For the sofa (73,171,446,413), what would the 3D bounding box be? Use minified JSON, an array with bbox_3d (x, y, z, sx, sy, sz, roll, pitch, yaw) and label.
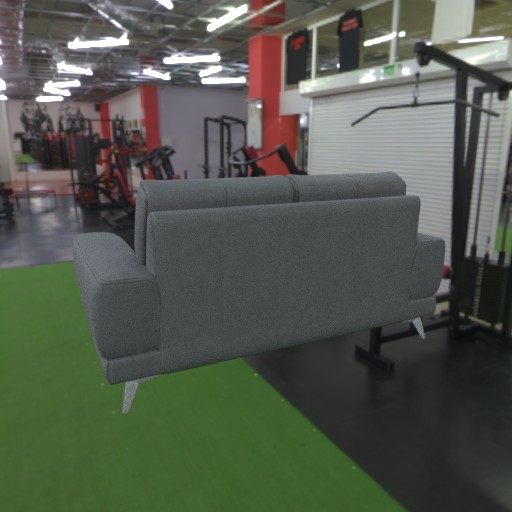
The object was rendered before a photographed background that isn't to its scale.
[{"bbox_3d":[0.000,0.000,2.413,1.806,0.907,1.018,-7,16,-25],"label":"sofa"}]
